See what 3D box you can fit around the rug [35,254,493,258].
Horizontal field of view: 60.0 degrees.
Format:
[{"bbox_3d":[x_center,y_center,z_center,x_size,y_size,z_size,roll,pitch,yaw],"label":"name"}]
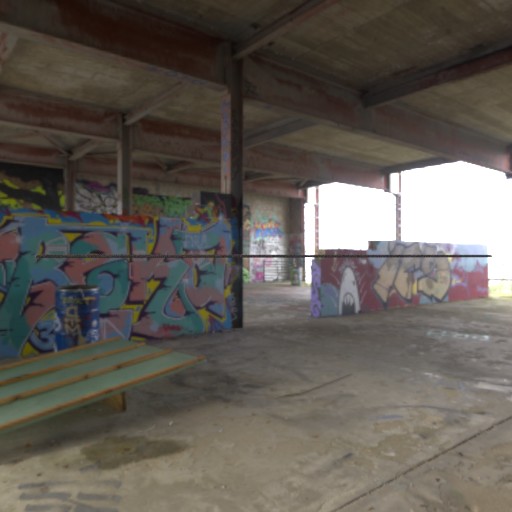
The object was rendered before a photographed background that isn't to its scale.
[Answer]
[{"bbox_3d":[0.000,0.000,2.950,2.438,0.015,1.524,0,0,-18],"label":"rug"}]
